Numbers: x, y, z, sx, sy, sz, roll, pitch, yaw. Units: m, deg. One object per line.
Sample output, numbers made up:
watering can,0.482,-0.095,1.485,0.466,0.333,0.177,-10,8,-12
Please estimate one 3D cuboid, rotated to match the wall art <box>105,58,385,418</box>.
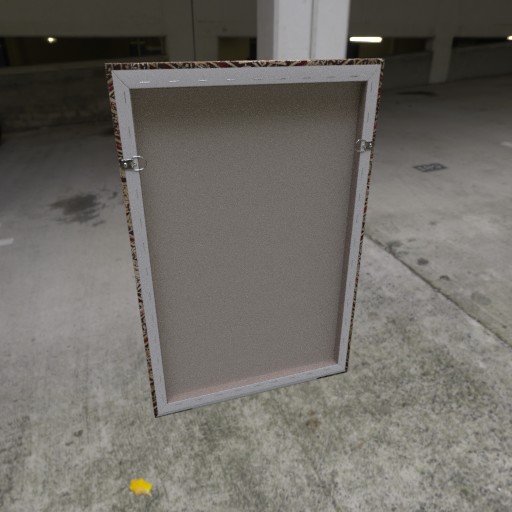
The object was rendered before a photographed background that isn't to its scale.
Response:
wall art,0.000,0.000,1.122,0.599,0.904,0.030,-8,28,-16
